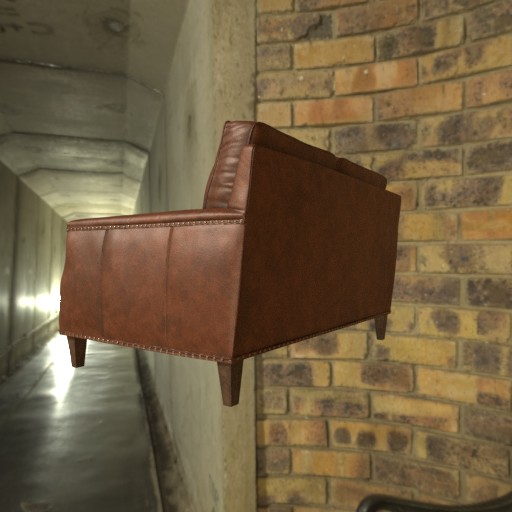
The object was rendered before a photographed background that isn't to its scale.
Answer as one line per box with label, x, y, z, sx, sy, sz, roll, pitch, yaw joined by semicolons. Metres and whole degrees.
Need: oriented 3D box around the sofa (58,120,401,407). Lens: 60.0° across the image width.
sofa;0.000;0.000;2.320;1.083;1.003;1.628;0;0;35
